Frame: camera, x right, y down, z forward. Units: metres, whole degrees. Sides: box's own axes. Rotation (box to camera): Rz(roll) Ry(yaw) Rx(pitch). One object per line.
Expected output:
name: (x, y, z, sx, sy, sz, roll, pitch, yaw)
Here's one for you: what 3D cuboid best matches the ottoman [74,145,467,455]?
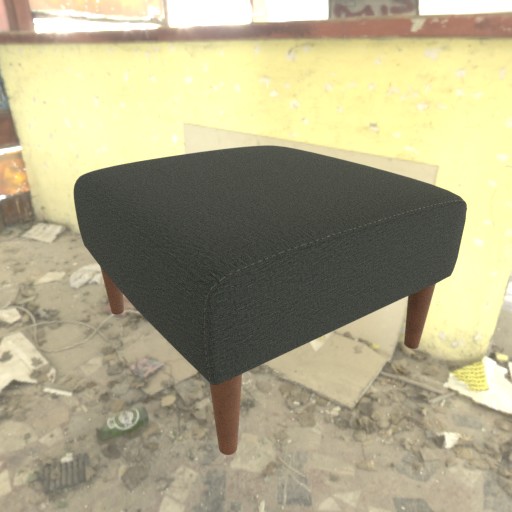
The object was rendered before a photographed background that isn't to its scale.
ottoman: (0.000, 0.000, 1.039, 0.649, 0.398, 0.650, -17, 30, -32)
